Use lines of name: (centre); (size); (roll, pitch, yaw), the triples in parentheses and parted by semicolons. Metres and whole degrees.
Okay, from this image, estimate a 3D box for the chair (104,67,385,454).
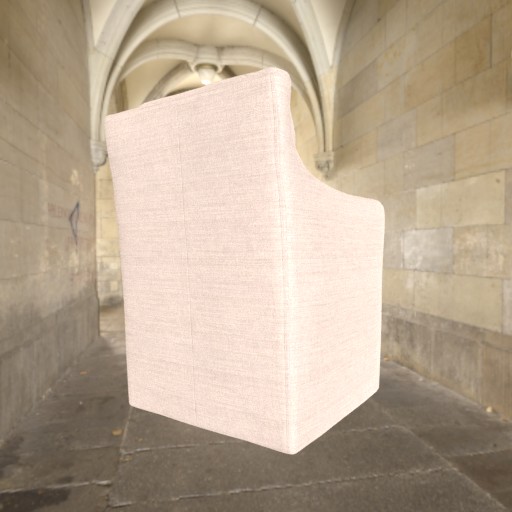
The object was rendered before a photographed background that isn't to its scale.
chair: (0.000, 0.000, 1.383); (0.626, 0.914, 0.694); (1, 1, 35)
